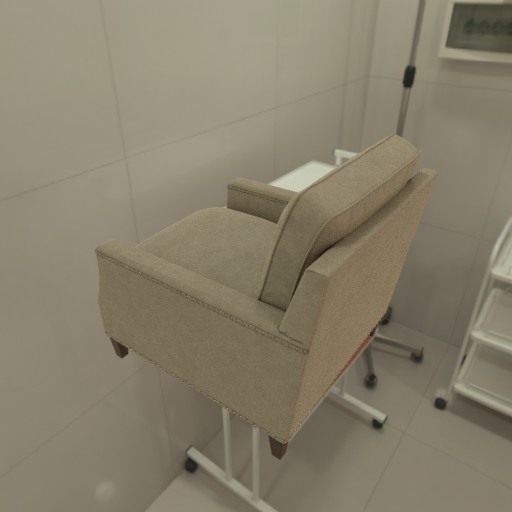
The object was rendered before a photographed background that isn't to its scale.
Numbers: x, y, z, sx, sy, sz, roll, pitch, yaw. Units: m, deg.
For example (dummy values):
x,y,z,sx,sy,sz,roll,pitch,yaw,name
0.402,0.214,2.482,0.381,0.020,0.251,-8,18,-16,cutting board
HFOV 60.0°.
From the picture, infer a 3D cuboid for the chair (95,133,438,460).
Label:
x,y,z,sx,sy,sz,roll,pitch,yaw,name
0.000,0.000,1.724,1.014,0.943,0.853,21,37,30,chair
